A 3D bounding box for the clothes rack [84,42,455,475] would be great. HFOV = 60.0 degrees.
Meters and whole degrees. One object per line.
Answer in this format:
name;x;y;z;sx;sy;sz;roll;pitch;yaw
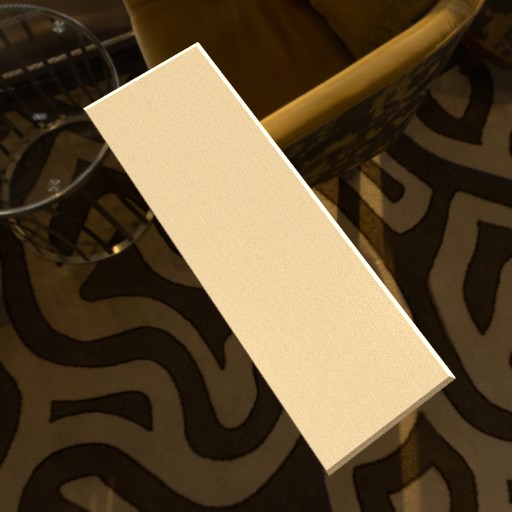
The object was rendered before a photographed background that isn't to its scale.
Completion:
clothes rack;0.000;0.000;1.483;0.405;0.558;1.218;-34;79;-8
